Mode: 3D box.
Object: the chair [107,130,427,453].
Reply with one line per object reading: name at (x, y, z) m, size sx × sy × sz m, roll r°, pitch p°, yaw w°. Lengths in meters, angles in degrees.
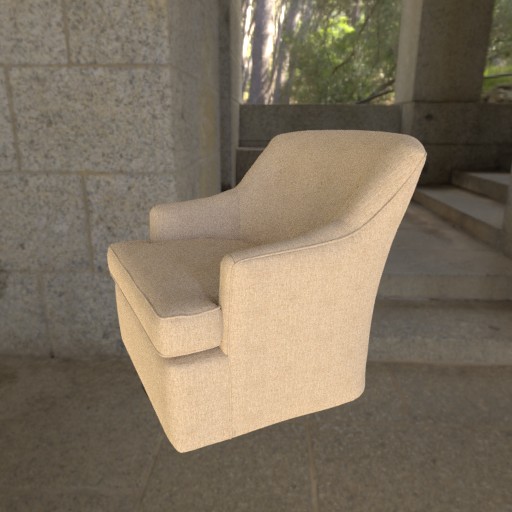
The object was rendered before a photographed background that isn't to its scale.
chair at (0.000, 0.000, 1.579) m, size 0.923 × 0.856 × 0.864 m, roll -8°, pitch 19°, yaw -26°
